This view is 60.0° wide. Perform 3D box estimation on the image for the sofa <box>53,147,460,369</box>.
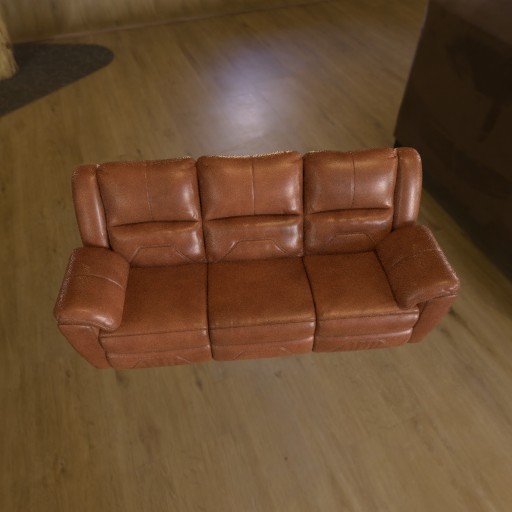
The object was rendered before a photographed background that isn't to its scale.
[{"bbox_3d":[0.000,0.000,2.860,2.337,1.043,0.991,-4,47,-4],"label":"sofa"}]
